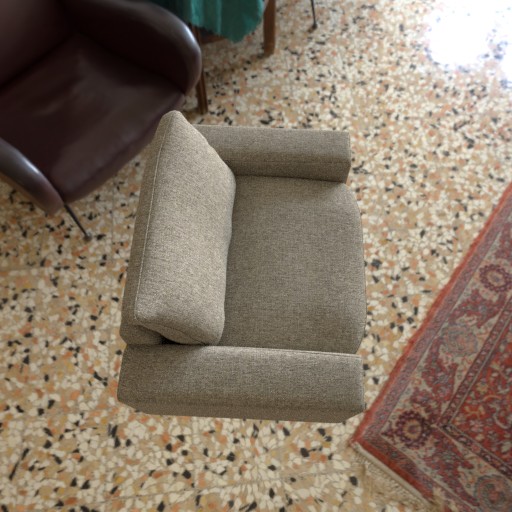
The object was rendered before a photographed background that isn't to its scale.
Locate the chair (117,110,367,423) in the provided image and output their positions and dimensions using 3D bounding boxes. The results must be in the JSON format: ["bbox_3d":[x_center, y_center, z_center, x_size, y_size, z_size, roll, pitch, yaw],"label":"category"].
[{"bbox_3d":[0.000,0.000,2.112,1.039,0.915,1.398,2,65,1],"label":"chair"}]
